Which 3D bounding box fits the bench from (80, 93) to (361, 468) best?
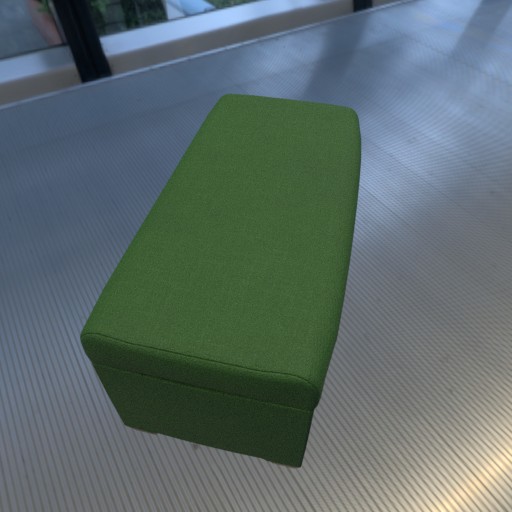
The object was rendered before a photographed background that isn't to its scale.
[{"bbox_3d":[0.000,0.000,1.277,0.505,0.501,0.989,10,48,9],"label":"bench"}]
